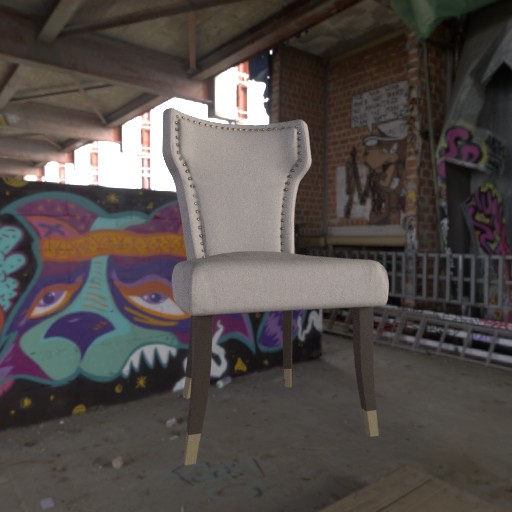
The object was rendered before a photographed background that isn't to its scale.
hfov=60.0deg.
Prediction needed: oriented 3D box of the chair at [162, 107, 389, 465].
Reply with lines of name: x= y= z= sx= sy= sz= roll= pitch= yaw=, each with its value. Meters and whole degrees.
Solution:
chair: x=0.000 y=0.000 z=1.337 sx=0.526 sy=0.950 sz=0.630 roll=-1 pitch=2 yaw=-18
